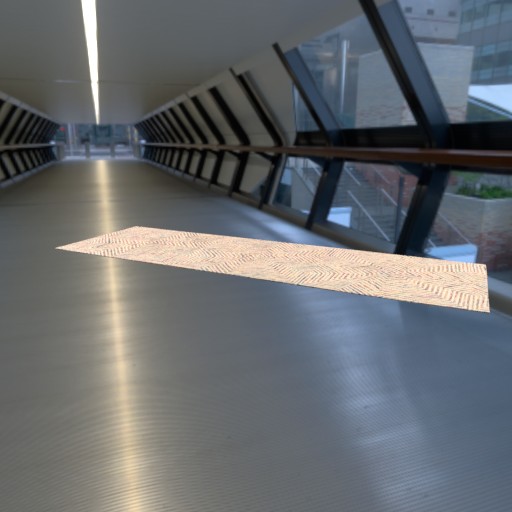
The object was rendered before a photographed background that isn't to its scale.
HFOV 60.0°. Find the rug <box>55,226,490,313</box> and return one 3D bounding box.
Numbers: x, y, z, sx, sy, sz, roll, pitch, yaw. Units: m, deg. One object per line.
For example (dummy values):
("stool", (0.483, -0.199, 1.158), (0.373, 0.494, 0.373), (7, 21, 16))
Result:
("rug", (0.000, 0.000, 2.614), (2.443, 0.009, 0.771), (7, 17, 25))
